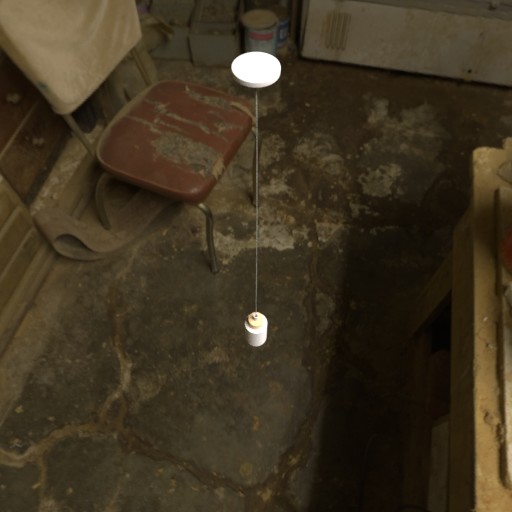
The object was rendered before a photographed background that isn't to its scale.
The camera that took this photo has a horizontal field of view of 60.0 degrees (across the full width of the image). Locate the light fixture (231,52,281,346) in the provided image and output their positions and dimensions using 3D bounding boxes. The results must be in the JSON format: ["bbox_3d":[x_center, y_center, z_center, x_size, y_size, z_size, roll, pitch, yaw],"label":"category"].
[{"bbox_3d":[0.000,0.000,1.880,0.125,1.798,0.125,13,59,8],"label":"light fixture"}]
